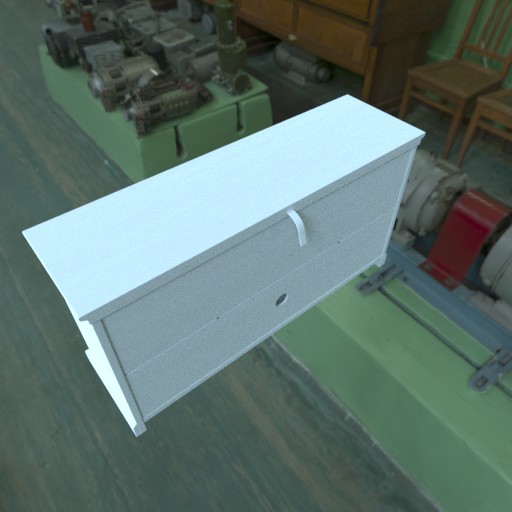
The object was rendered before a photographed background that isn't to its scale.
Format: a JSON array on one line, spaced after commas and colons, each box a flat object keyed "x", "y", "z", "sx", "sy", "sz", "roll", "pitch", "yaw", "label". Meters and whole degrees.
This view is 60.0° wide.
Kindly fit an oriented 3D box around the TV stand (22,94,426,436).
[{"x": 0.000, "y": 0.000, "z": 1.485, "sx": 1.187, "sy": 0.624, "sz": 0.424, "roll": -30, "pitch": 53, "yaw": -26, "label": "TV stand"}]
